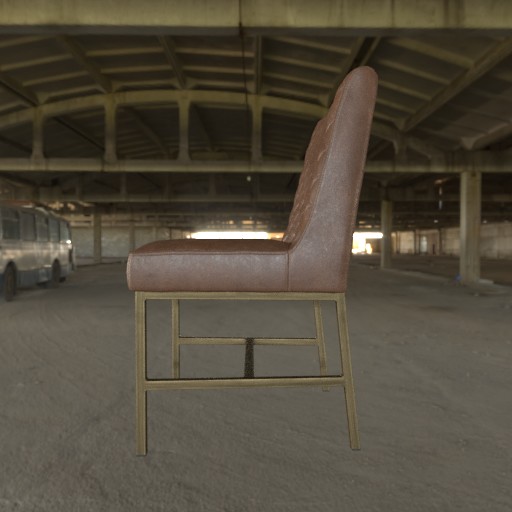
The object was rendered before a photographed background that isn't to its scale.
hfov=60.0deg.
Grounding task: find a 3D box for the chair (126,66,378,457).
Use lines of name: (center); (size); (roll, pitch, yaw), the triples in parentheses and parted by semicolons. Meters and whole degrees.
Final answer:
chair: (0.000, 0.000, 1.226); (0.587, 0.889, 0.508); (0, 2, -1)
